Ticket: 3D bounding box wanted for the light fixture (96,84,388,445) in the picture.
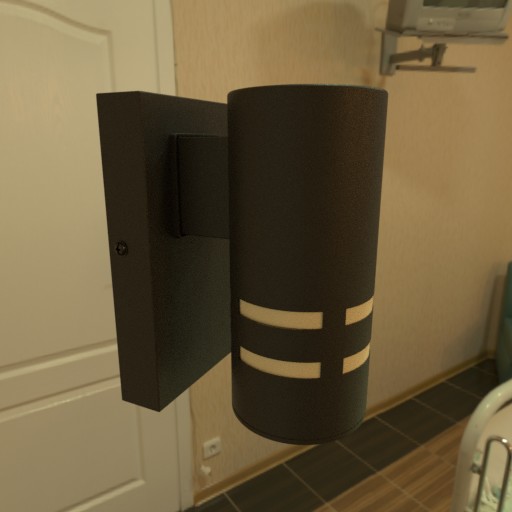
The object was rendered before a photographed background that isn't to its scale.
[{"bbox_3d":[0.000,0.000,0.261,0.138,0.179,0.098,7,16,25],"label":"light fixture"}]
